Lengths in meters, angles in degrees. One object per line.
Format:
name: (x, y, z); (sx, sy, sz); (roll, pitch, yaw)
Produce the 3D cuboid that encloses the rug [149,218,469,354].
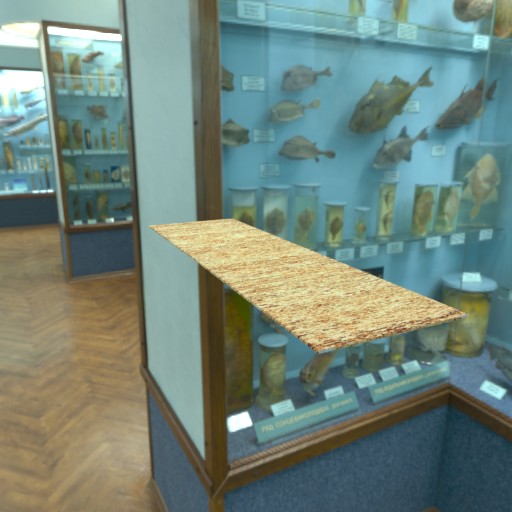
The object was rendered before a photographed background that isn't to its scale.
rug: (0.000, 0.000, 2.478); (0.680, 0.014, 2.237); (-7, 17, -25)
